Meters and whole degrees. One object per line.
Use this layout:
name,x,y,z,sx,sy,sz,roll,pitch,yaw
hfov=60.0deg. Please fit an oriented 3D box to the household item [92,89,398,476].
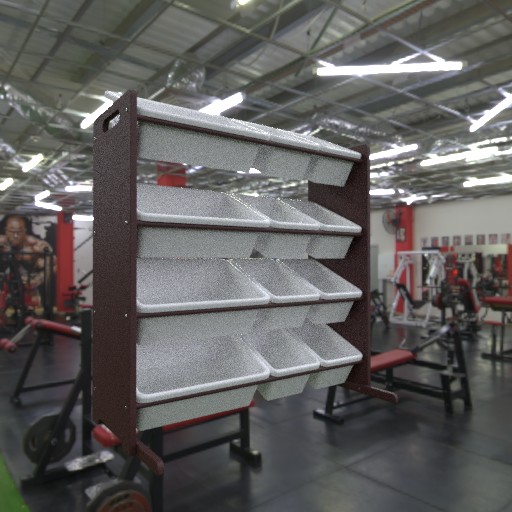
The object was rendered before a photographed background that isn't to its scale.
household item,0.000,0.000,1.243,0.787,0.864,0.389,0,-1,-36
